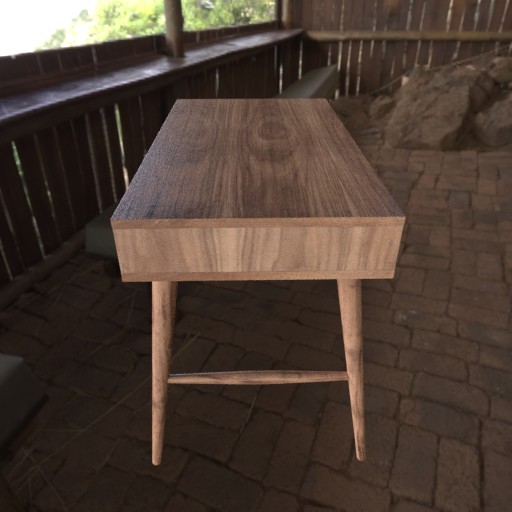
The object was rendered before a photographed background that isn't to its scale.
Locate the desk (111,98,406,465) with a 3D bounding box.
[{"bbox_3d":[0.000,0.000,1.415,0.588,0.758,0.949,-1,32,-1],"label":"desk"}]
